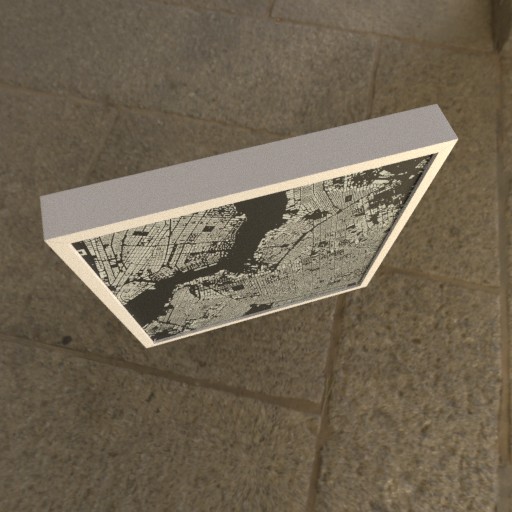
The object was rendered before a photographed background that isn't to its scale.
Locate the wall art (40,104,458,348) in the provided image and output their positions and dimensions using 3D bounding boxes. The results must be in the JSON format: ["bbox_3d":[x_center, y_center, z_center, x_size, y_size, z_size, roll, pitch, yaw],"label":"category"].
[{"bbox_3d":[0.000,0.000,0.459,0.305,0.305,0.037,-15,66,-7],"label":"wall art"}]
